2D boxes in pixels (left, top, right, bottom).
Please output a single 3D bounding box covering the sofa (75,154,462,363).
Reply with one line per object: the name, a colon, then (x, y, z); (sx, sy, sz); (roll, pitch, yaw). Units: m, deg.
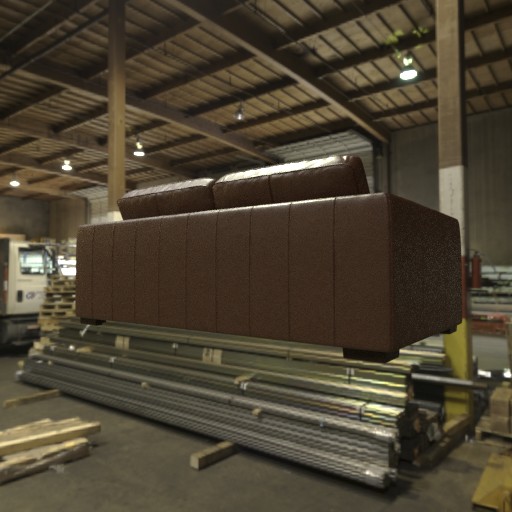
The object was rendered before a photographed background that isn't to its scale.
sofa: (0.000, 0.000, 2.467); (1.920, 0.800, 1.070); (-1, -2, 37)
